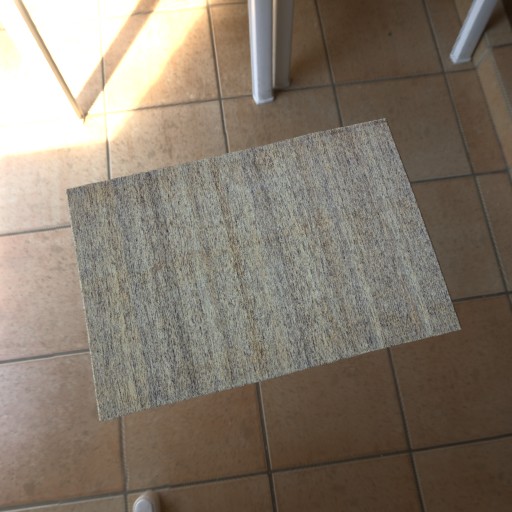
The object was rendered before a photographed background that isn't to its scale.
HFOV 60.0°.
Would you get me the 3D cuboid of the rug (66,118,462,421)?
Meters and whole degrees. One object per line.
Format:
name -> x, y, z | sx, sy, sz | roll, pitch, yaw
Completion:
rug -> 0.000, 0.000, 2.333 | 1.846, 0.014, 1.243 | -13, 76, -3
